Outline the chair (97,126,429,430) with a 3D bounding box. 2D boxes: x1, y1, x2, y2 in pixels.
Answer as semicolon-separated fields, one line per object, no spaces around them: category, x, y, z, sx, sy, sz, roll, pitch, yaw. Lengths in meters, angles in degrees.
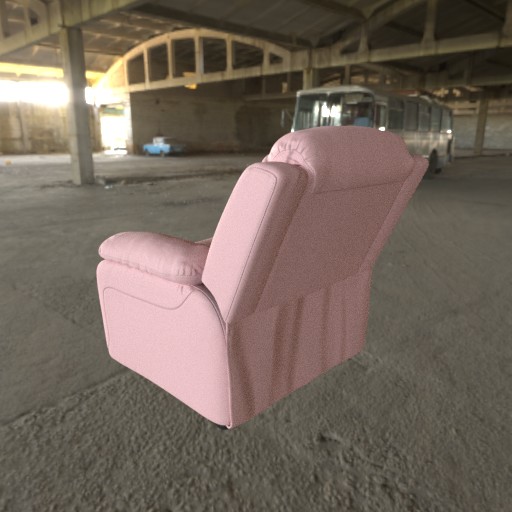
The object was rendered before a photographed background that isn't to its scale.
chair;0.000;0.000;1.258;0.680;0.702;0.709;-15;21;-43
